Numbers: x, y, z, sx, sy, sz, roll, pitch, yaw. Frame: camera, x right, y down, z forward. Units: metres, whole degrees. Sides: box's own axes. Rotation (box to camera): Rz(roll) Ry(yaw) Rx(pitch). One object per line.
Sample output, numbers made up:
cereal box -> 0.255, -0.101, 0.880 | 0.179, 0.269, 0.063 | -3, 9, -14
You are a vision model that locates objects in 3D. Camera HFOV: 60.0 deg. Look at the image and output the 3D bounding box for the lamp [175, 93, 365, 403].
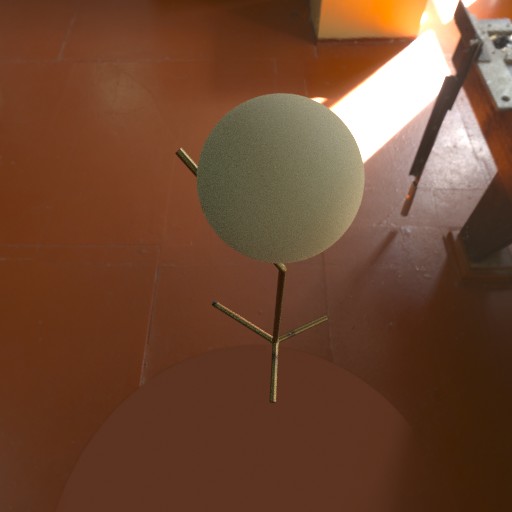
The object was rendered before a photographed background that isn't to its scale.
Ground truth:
lamp -> 0.000, 0.000, 0.663 | 0.251, 0.552, 0.210 | 29, 62, 18
